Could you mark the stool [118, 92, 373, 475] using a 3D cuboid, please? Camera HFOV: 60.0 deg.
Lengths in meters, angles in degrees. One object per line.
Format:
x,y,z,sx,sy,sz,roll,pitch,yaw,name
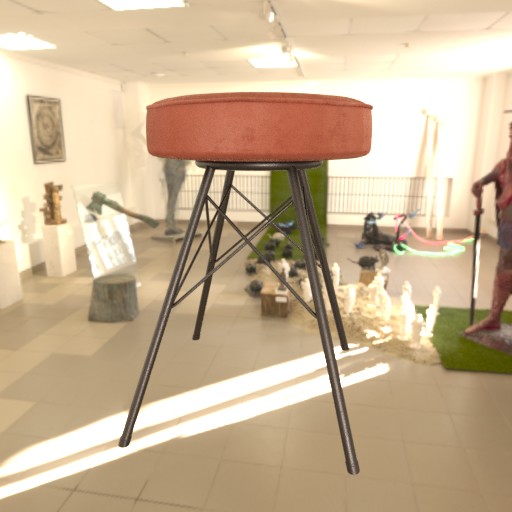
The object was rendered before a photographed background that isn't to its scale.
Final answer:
0.000,0.000,0.886,0.421,0.593,0.457,2,15,9,stool
